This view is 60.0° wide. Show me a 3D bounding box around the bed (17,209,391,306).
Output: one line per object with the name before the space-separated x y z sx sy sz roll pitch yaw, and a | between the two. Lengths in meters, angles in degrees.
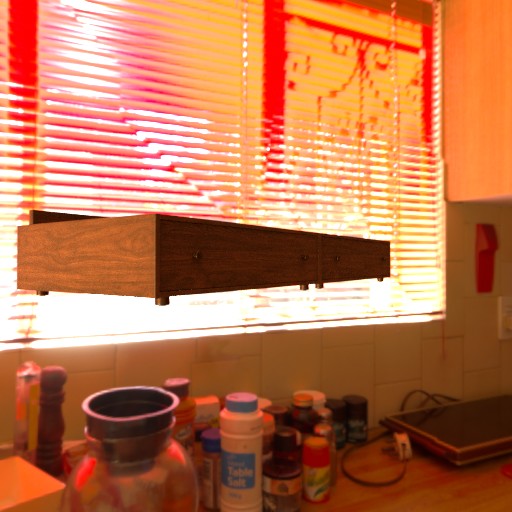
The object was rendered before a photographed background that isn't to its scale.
bed | 0.000 0.000 2.309 0.787 0.326 2.057 -1 -1 35
